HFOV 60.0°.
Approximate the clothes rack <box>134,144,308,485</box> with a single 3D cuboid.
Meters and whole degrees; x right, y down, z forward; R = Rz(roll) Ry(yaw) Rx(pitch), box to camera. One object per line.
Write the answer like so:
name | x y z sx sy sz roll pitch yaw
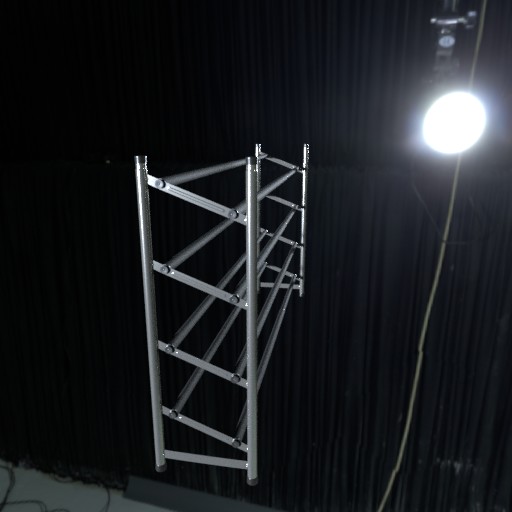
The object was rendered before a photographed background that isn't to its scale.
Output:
clothes rack | 0.000 0.000 1.410 0.229 0.672 1.168 3 16 10
